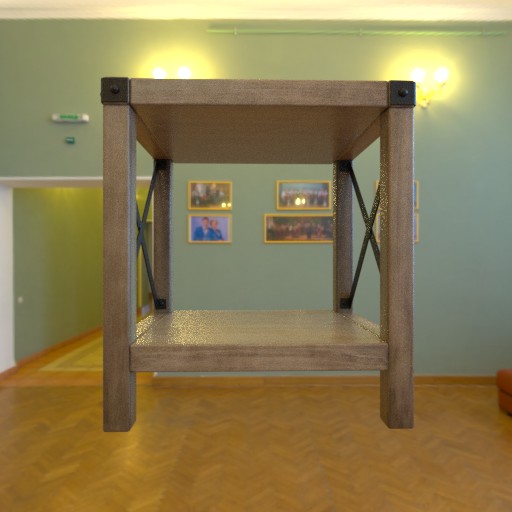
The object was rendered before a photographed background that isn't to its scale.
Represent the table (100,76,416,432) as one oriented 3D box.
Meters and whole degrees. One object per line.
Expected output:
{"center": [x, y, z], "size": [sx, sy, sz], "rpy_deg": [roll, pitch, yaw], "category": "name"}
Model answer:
{"center": [0.000, 0.000, 0.916], "size": [0.510, 0.561, 0.459], "rpy_deg": [0, 0, -2], "category": "table"}
